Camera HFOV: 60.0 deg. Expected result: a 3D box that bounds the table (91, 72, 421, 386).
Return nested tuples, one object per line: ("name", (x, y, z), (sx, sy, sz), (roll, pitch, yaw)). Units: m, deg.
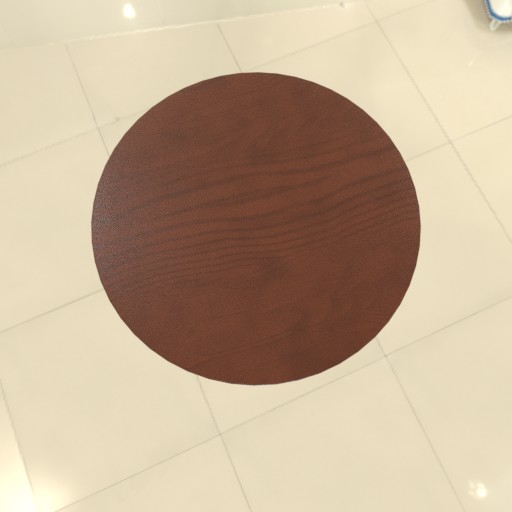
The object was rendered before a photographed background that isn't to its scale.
("table", (0.000, 0.000, 1.099), (0.597, 0.612, 0.597), (0, 76, 0))
